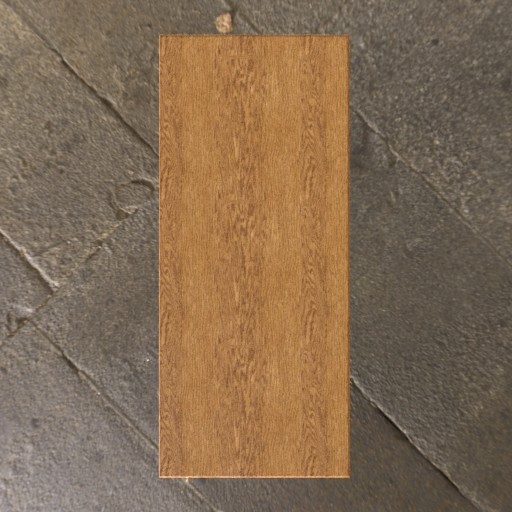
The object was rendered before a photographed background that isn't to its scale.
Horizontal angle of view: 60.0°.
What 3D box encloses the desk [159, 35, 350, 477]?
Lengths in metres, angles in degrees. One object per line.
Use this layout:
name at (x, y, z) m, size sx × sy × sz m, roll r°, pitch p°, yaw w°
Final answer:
desk at (0.000, 0.000, 1.941) m, size 0.685 × 0.751 × 1.567 m, roll 0°, pitch 90°, yaw 0°
